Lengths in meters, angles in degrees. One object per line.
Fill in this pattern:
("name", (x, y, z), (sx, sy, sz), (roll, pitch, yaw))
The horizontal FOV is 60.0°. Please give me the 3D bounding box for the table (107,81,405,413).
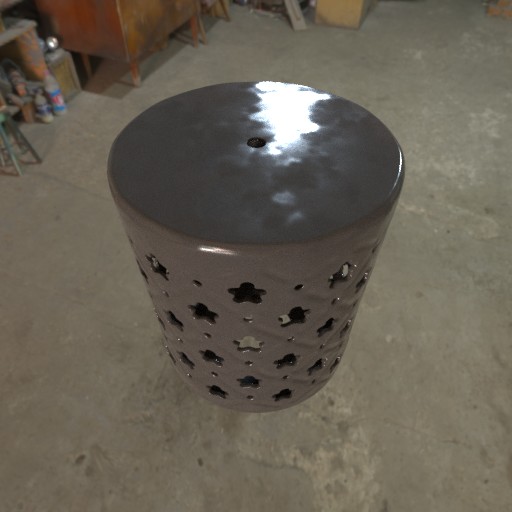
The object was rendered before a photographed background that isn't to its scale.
("table", (0.000, 0.000, 0.662), (0.352, 0.387, 0.352), (0, 46, 0))
